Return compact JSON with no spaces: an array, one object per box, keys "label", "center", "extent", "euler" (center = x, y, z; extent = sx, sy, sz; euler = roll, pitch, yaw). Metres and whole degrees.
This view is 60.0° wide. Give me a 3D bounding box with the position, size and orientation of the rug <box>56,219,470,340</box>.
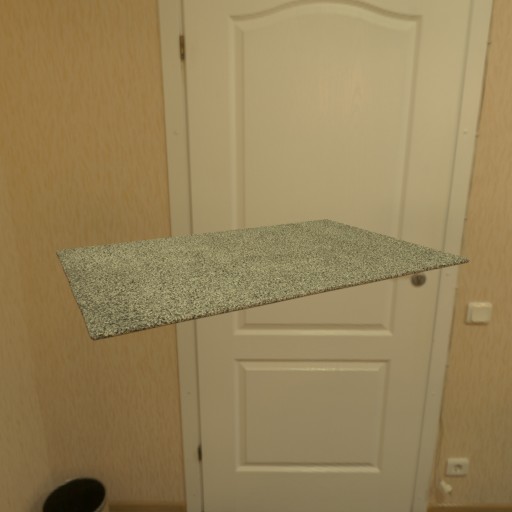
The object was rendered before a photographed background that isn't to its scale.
[{"label":"rug","center":[0.000,0.000,3.480],"extent":[2.743,0.030,1.778],"euler":[-8,18,-27]}]
